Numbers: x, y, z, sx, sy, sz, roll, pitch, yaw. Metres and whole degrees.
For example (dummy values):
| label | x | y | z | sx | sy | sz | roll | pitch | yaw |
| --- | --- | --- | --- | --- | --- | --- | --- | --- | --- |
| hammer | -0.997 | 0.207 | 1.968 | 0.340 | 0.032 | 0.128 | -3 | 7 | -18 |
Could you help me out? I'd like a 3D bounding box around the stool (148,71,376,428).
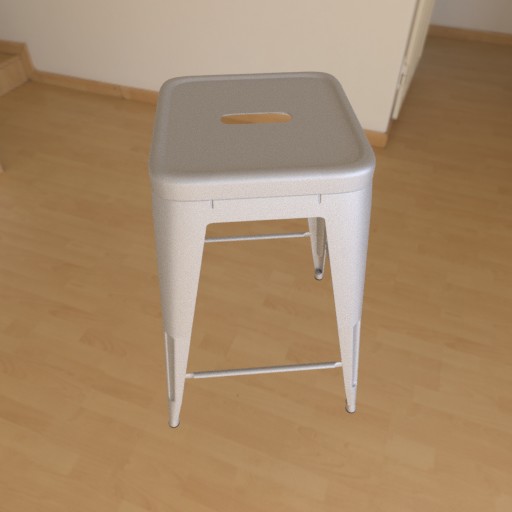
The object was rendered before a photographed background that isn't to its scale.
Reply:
| label | x | y | z | sx | sy | sz | roll | pitch | yaw |
| --- | --- | --- | --- | --- | --- | --- | --- | --- | --- |
| stool | 0.000 | 0.000 | 0.886 | 0.410 | 0.608 | 0.410 | -3 | 46 | -3 |
